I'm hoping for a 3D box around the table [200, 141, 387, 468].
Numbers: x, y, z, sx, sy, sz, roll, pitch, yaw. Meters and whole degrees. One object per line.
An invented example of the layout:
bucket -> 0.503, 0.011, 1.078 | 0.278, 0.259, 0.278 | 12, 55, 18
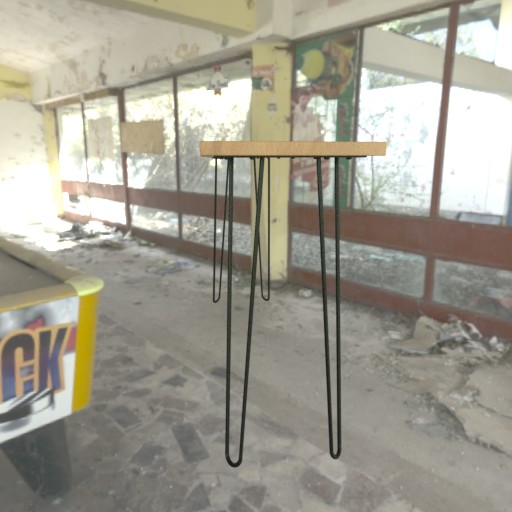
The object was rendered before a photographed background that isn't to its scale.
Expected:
table -> 0.000, 0.000, 1.692 | 0.399, 0.799, 1.400 | -1, 13, -7
